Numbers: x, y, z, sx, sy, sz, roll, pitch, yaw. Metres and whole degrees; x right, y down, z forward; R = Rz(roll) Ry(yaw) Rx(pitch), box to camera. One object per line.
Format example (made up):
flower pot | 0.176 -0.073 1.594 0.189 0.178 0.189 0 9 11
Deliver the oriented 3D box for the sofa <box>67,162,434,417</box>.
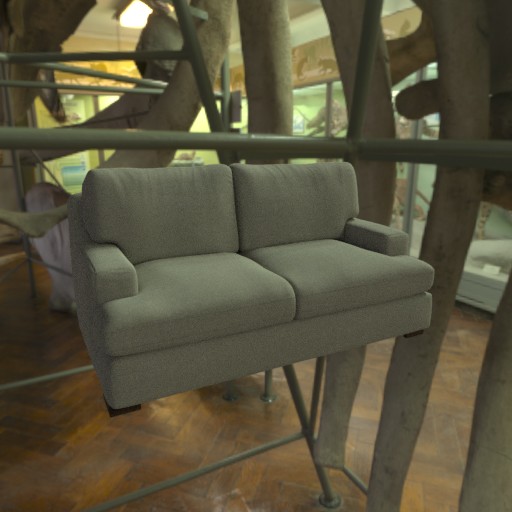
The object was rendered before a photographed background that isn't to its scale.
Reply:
sofa | 0.000 0.000 2.466 1.855 0.980 0.962 -7 16 -26
